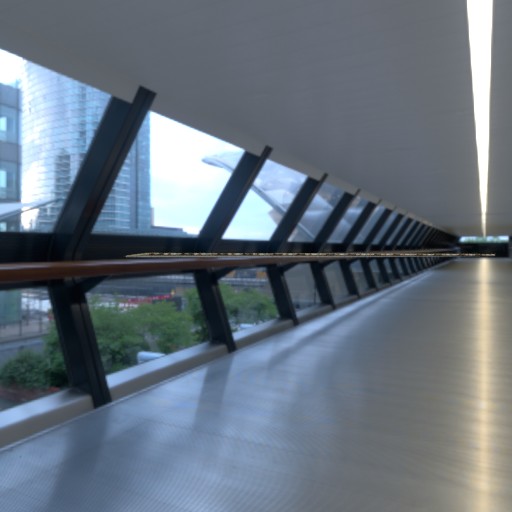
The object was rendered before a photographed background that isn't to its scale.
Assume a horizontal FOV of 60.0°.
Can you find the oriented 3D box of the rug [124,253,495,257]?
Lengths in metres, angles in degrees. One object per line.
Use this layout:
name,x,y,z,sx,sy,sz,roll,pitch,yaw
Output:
rug,0.000,0.000,2.263,1.247,0.008,1.802,0,0,-18
